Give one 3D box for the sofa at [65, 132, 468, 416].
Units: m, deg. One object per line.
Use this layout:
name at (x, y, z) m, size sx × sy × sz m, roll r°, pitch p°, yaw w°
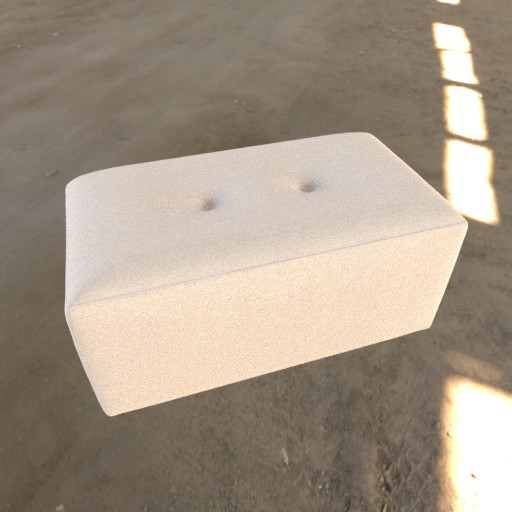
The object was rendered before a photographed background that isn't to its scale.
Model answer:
sofa at (0.000, 0.000, 1.214) m, size 0.930 × 0.470 × 0.480 m, roll -12°, pitch 43°, yaw -13°
